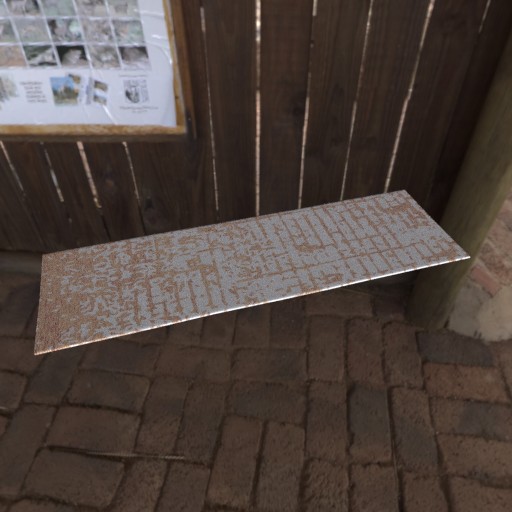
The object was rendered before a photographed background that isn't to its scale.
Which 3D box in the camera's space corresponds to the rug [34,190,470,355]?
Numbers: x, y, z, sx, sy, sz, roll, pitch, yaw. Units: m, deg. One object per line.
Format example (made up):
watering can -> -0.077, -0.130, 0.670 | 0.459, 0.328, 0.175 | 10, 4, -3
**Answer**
rug -> 0.000, 0.000, 2.642 | 2.435, 0.011, 0.750 | -11, 43, -12
